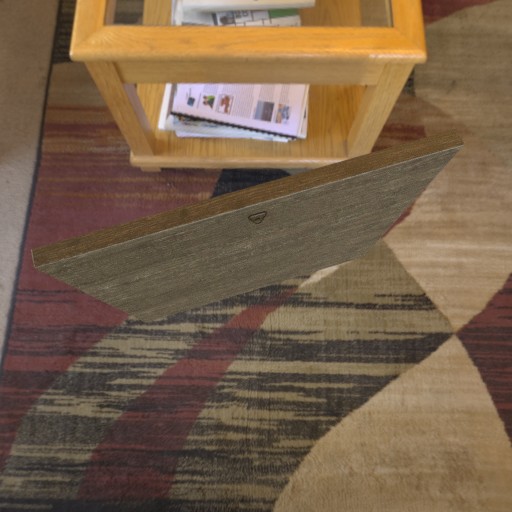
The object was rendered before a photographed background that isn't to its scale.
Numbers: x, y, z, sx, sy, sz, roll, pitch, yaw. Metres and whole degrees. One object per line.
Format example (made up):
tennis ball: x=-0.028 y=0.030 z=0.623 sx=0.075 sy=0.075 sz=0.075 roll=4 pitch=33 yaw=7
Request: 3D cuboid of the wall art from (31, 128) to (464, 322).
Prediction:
wall art: x=0.000 y=0.000 z=0.678 sx=0.462 sy=0.459 sz=0.027 roll=-17 pitch=75 yaw=-4
